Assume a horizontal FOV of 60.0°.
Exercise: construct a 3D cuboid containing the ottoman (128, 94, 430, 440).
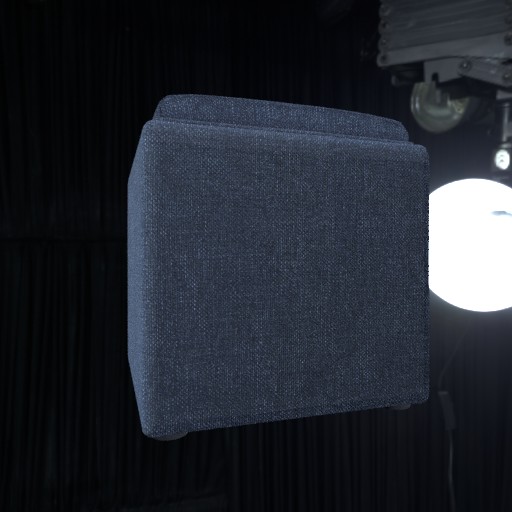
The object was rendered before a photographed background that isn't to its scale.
[{"bbox_3d":[0.000,0.000,0.847,0.454,0.493,0.436,0,0,-18],"label":"ottoman"}]
